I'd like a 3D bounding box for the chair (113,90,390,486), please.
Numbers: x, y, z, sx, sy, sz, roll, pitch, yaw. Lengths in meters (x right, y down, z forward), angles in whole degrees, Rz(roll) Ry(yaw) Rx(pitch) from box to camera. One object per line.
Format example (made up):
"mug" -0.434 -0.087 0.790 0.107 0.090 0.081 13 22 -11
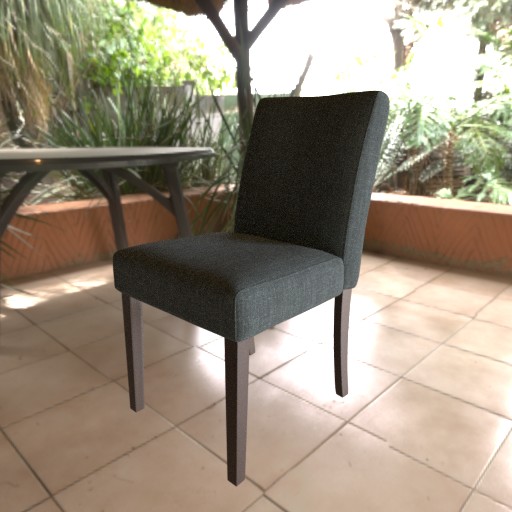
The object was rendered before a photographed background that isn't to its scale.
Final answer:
"chair" 0.000 0.000 1.240 0.487 0.884 0.629 14 21 41
